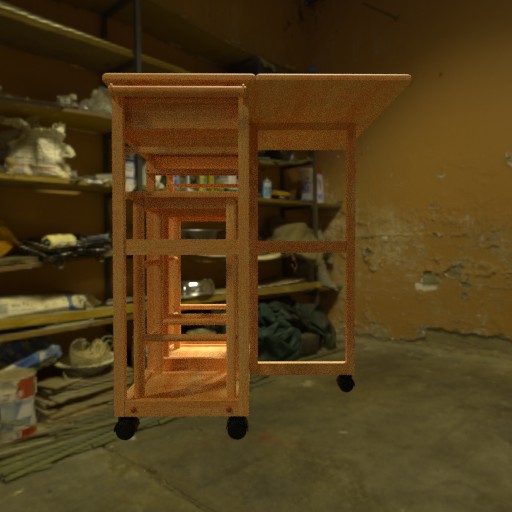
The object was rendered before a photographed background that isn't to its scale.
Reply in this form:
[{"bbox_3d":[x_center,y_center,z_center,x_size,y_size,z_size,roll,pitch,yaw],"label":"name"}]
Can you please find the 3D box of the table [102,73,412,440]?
[{"bbox_3d":[0.000,0.000,1.341,0.693,0.832,0.752,0,1,-1],"label":"table"}]
